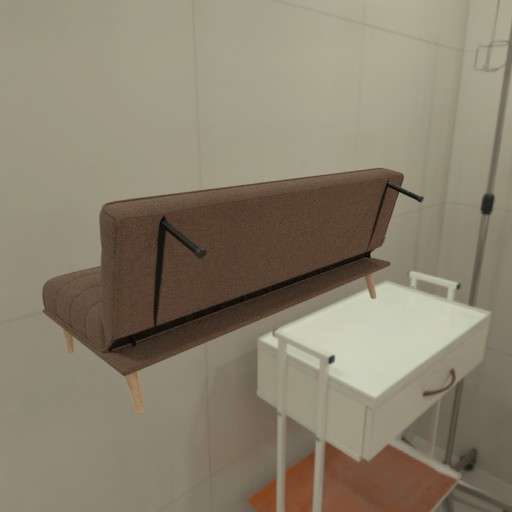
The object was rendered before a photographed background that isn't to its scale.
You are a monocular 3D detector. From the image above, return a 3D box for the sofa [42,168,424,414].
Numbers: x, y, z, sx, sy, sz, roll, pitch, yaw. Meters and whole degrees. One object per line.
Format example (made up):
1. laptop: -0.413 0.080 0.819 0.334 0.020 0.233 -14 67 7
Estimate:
1. sofa: 0.000 0.000 2.285 1.820 0.810 1.038 -16 23 -42
